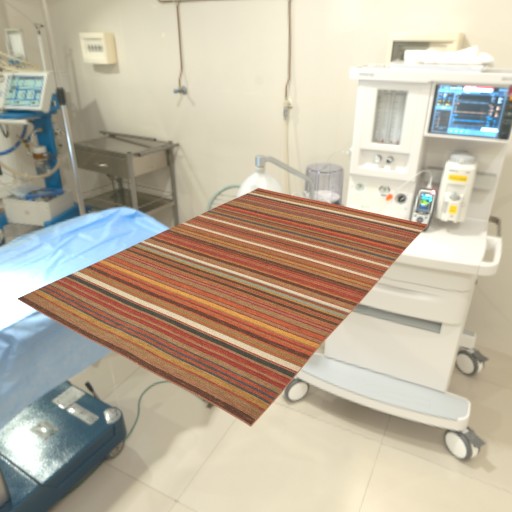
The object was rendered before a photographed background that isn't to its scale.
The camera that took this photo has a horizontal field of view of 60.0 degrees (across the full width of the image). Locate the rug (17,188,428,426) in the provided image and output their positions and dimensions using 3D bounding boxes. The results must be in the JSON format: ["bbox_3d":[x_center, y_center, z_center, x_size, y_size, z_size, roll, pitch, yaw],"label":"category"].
[{"bbox_3d":[0.000,0.000,2.251,1.217,0.007,1.828,17,31,30],"label":"rug"}]
